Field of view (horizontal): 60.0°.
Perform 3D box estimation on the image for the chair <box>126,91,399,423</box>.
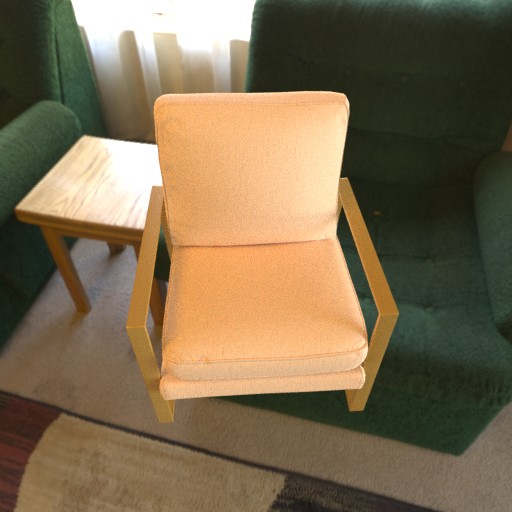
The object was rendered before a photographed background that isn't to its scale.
[{"bbox_3d":[0.000,0.000,1.551,0.758,0.956,0.813,-2,46,-2],"label":"chair"}]
